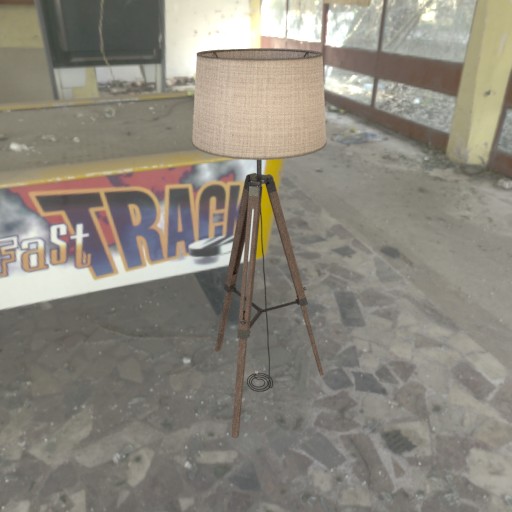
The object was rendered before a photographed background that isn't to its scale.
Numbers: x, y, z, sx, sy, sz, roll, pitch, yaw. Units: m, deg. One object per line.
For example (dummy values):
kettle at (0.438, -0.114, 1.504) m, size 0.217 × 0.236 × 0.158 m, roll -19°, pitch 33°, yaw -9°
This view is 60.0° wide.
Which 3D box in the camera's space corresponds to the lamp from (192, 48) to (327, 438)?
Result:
lamp at (0.000, 0.000, 1.816) m, size 0.604 × 1.510 × 0.587 m, roll 8°, pitch 30°, yaw 15°
